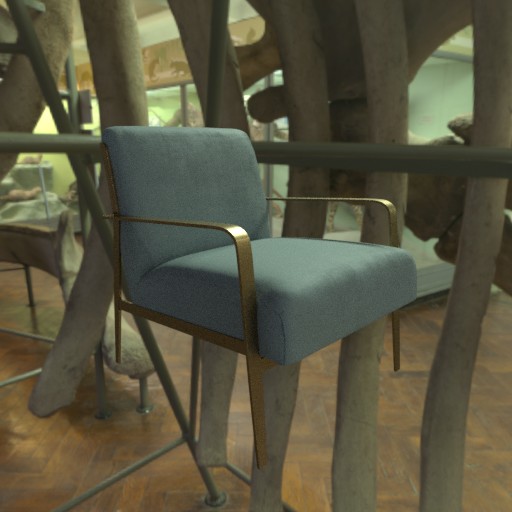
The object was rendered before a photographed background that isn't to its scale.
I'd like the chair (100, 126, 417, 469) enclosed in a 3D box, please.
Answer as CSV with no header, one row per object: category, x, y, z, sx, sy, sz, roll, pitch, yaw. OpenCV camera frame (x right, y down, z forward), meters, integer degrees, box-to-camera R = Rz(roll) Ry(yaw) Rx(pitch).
chair,0.000,0.000,1.441,0.701,0.824,0.842,-14,20,-43
